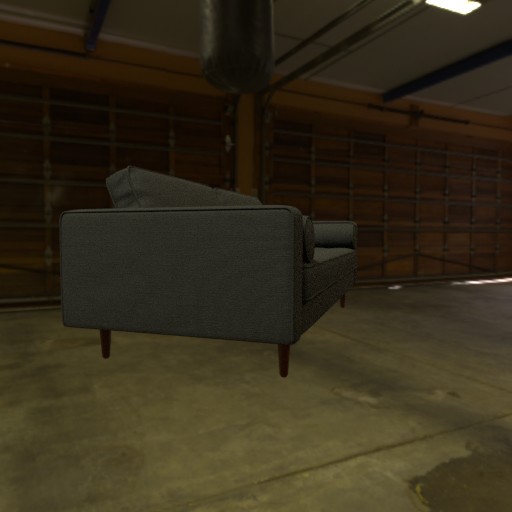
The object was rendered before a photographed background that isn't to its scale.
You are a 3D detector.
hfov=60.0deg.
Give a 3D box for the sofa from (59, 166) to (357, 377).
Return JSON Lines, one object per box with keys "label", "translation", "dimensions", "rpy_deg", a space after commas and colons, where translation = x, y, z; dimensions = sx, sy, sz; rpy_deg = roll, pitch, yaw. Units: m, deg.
{"label": "sofa", "translation": [0.000, 0.000, 2.369], "dimensions": [0.914, 0.759, 1.875], "rpy_deg": [1, 3, 19]}
